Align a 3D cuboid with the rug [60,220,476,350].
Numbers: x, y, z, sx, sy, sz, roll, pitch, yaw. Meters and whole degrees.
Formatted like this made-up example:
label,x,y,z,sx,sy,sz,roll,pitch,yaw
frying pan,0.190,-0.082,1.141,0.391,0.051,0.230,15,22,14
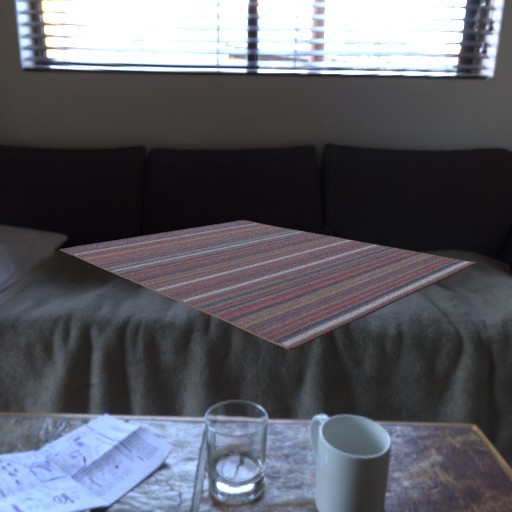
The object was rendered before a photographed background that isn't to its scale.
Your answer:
label,x,y,z,sx,sy,sz,roll,pitch,yaw
rug,0.000,0.000,4.172,2.479,0.023,3.092,-13,19,-42
